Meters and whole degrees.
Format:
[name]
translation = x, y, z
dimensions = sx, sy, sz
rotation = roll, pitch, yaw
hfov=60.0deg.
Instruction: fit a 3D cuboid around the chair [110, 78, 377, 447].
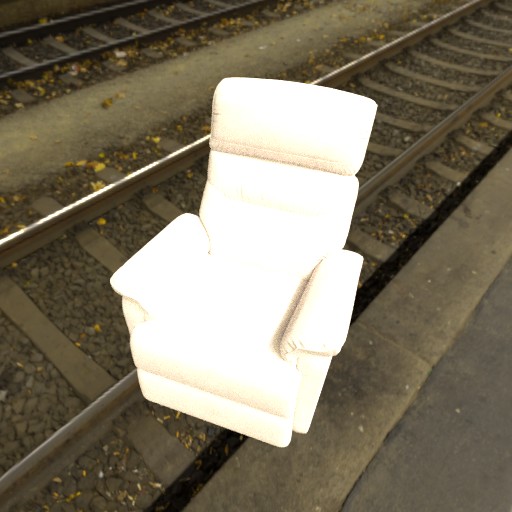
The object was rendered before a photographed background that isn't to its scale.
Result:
[chair]
translation = 0.000, 0.000, 1.726
dimensions = 0.820, 1.039, 1.001
rotation = 14, 45, 15
